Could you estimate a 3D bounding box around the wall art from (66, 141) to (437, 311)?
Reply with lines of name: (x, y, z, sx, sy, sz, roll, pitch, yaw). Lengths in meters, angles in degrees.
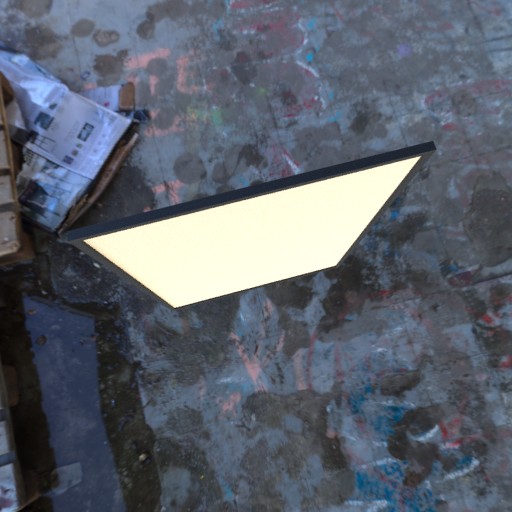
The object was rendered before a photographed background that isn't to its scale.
wall art: (0.000, 0.000, 0.856, 0.460, 0.660, 0.013, -14, 76, -4)
